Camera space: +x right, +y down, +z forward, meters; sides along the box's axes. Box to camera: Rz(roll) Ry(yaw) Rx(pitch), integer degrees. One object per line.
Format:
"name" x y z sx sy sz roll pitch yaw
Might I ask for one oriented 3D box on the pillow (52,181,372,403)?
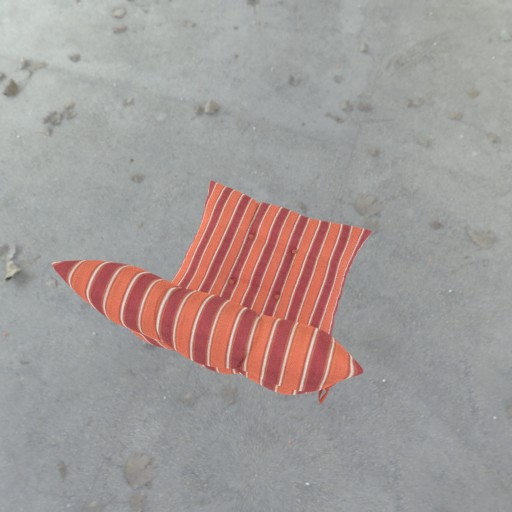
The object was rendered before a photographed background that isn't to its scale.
"pillow" 0.000 0.000 0.998 0.541 0.536 0.585 18 65 9
